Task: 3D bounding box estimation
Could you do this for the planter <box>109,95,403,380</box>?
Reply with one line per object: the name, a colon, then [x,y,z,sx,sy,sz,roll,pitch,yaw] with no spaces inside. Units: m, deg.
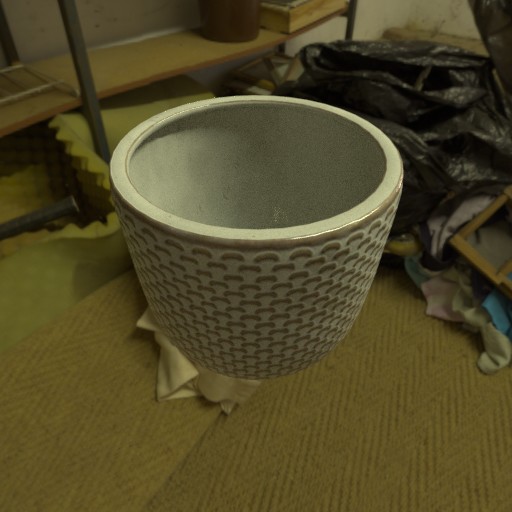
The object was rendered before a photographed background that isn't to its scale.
planter: [0.000,0.000,0.362,0.197,0.191,0.197,0,41,0]
